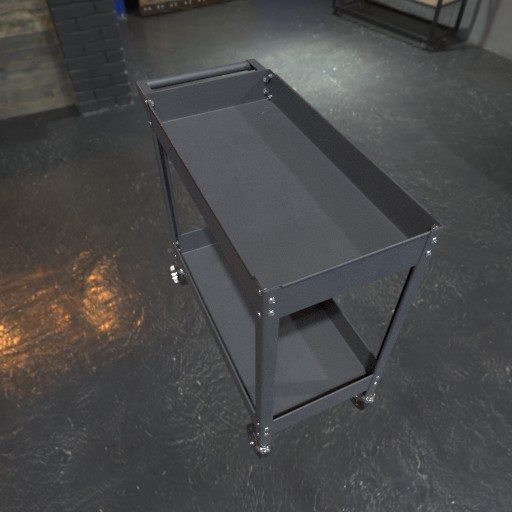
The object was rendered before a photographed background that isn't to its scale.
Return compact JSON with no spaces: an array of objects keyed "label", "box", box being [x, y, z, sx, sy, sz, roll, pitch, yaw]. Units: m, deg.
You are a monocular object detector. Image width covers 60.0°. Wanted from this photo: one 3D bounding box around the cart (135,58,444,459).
[{"label":"cart","box":[0.000,0.000,1.186,0.366,0.719,0.779,-19,49,-17]}]
